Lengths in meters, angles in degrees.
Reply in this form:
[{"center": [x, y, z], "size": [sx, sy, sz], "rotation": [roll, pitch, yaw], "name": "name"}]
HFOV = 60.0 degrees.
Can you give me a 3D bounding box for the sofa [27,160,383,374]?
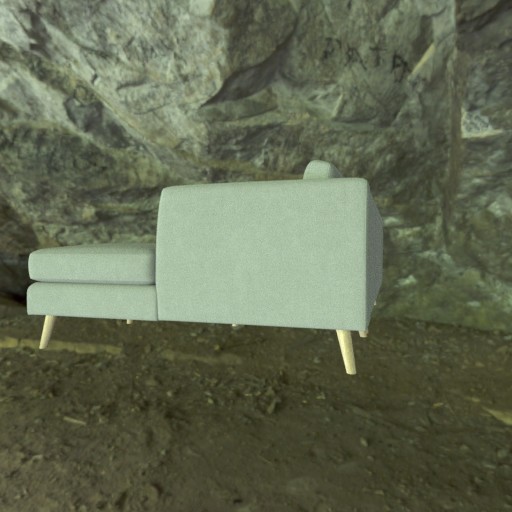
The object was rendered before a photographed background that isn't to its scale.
[{"center": [0.000, 0.000, 2.946], "size": [1.580, 0.860, 2.300], "rotation": [0, 1, 17], "name": "sofa"}]
